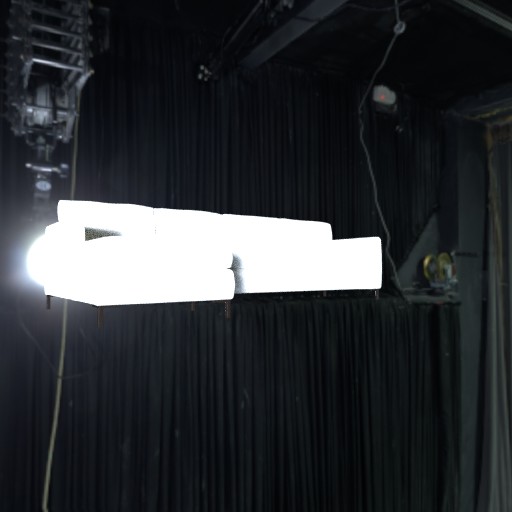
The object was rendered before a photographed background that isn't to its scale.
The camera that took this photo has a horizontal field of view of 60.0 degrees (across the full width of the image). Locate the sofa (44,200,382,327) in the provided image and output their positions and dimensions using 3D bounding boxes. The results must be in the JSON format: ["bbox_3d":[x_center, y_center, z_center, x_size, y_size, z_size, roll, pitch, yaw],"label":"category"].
[{"bbox_3d":[0.000,0.000,3.872,3.186,0.875,1.467,1,-2,-36],"label":"sofa"}]
